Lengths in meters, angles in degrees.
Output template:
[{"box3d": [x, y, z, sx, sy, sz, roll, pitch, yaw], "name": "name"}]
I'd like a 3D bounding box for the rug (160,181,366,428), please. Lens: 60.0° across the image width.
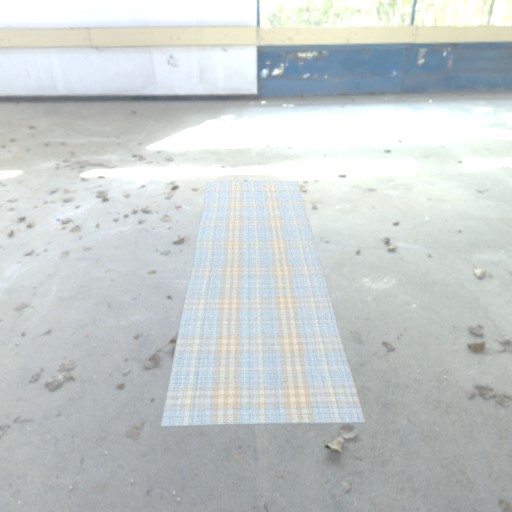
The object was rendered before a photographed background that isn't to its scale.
[{"box3d": [0.000, 0.000, 2.686, 0.762, 0.013, 2.439, -1, 31, -1], "name": "rug"}]
